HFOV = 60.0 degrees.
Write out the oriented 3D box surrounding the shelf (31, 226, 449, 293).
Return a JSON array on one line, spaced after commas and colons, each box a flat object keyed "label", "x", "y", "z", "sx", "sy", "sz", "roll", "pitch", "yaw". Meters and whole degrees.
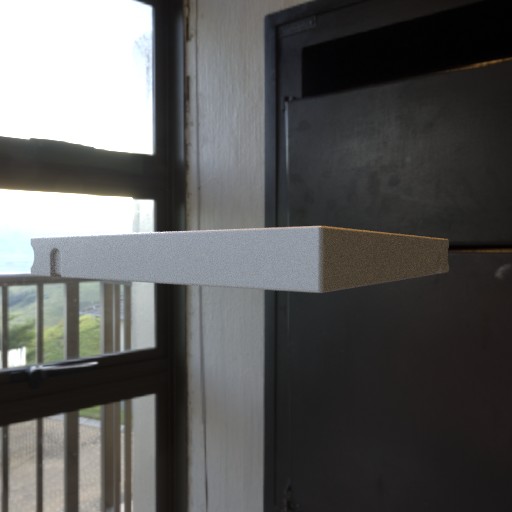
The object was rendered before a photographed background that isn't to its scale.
[{"label": "shelf", "x": 0.000, "y": 0.000, "z": 0.435, "sx": 0.296, "sy": 0.035, "sz": 0.296, "roll": 0, "pitch": 1, "yaw": 36}]
